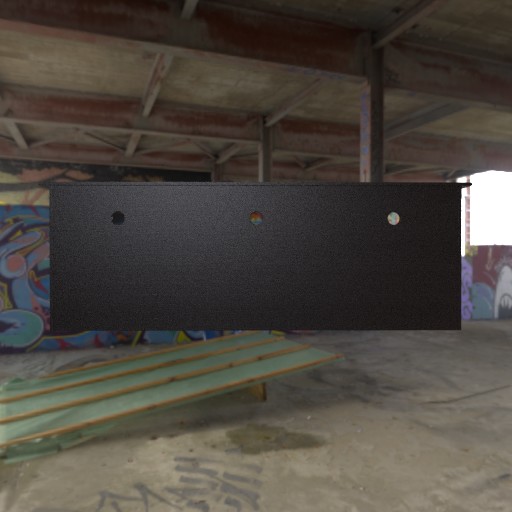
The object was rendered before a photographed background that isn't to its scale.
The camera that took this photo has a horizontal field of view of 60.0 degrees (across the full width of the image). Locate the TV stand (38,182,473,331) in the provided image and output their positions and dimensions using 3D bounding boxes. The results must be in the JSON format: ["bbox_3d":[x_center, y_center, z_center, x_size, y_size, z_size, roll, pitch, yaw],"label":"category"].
[{"bbox_3d":[0.000,0.000,2.021,1.778,0.610,0.406,0,0,-1],"label":"TV stand"}]
